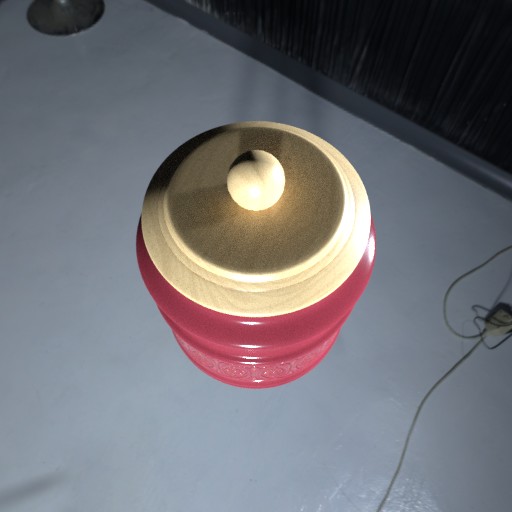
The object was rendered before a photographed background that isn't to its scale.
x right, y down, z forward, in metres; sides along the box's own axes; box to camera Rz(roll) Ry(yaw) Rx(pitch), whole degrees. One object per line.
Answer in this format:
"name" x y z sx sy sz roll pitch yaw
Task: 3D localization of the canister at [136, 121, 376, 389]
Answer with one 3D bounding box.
"canister" 0.000 0.000 0.267 0.130 0.176 0.130 0 63 0
